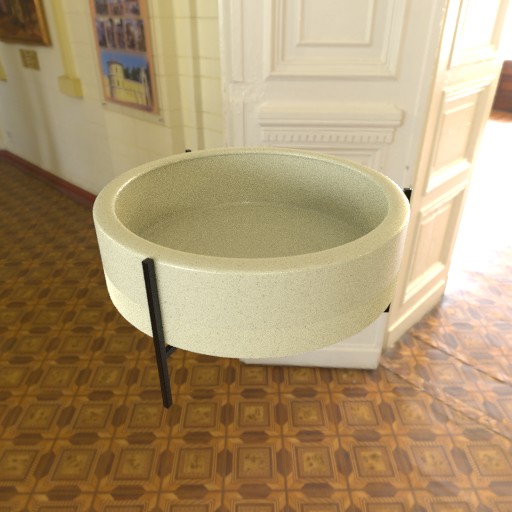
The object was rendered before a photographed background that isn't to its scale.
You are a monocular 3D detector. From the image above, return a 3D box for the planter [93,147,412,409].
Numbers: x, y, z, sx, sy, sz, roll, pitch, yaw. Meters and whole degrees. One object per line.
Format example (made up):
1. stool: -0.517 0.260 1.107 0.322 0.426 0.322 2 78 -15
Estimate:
1. planter: 0.000 0.000 0.531 0.345 0.171 0.336 -1 30 -1
